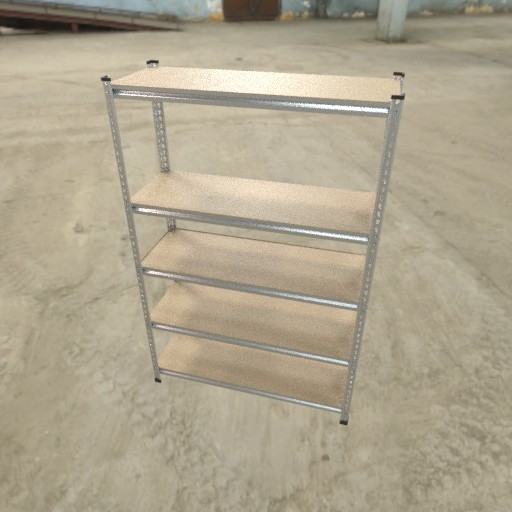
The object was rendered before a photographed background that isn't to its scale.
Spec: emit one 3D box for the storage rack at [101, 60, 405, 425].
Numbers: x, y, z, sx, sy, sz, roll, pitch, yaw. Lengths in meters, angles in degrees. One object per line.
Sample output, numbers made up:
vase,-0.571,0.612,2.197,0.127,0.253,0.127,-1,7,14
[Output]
storage rack,0.000,0.000,2.377,1.219,1.829,0.457,9,34,13
